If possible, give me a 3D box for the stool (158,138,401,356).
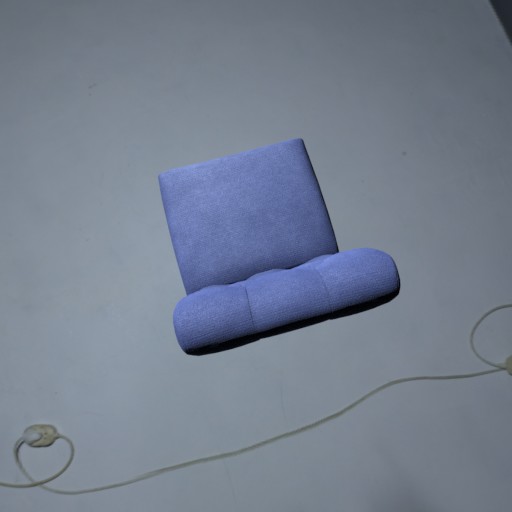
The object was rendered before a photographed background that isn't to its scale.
[{"bbox_3d":[0.000,0.000,1.472,0.493,1.140,0.601,-15,76,-4],"label":"stool"}]
